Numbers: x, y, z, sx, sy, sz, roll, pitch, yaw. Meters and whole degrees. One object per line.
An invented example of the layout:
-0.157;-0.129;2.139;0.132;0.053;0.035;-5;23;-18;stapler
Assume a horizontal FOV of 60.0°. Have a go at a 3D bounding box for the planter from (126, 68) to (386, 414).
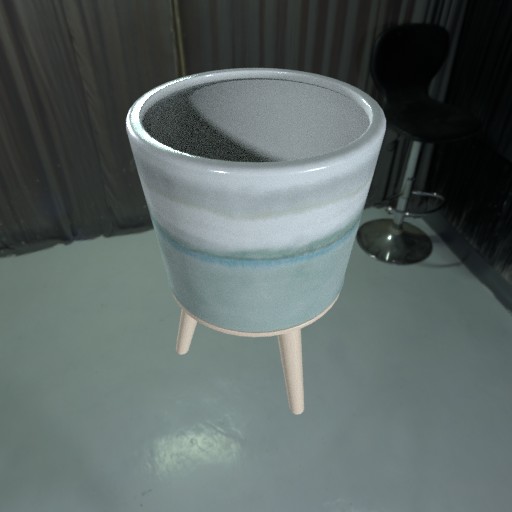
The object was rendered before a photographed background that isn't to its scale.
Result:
0.000;0.000;0.589;0.265;0.404;0.265;-11;41;-13;planter
